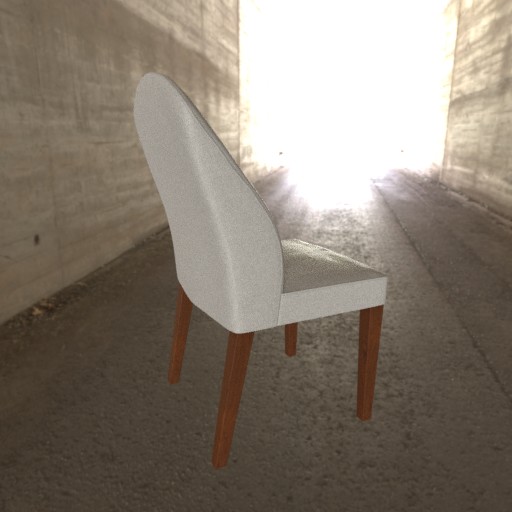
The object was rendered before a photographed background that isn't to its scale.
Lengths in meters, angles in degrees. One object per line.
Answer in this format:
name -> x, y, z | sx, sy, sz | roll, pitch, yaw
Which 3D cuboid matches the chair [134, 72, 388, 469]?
chair -> 0.000, 0.000, 1.198 | 0.540, 0.893, 0.472 | -7, 16, -24
